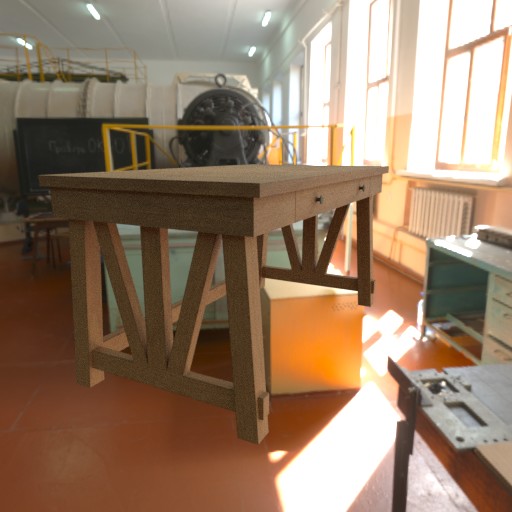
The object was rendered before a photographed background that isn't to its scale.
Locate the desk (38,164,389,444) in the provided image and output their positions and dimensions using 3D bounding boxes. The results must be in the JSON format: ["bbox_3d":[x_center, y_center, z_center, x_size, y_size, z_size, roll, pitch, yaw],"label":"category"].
[{"bbox_3d":[0.000,0.000,1.991,0.813,0.762,1.499,7,15,27],"label":"desk"}]
